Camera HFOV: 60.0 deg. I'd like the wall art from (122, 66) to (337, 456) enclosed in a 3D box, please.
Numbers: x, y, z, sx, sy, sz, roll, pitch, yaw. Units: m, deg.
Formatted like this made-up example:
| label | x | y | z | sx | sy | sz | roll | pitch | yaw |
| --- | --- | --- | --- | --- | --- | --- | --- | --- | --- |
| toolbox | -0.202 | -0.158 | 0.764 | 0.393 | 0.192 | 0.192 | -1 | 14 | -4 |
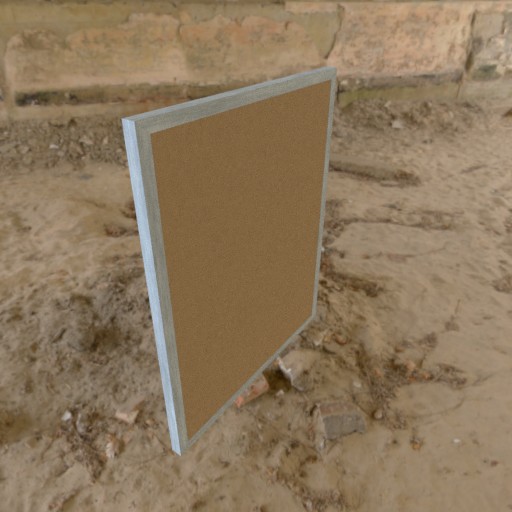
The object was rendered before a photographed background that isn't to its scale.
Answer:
| label | x | y | z | sx | sy | sz | roll | pitch | yaw |
| --- | --- | --- | --- | --- | --- | --- | --- | --- | --- |
| wall art | 0.000 | 0.000 | 0.802 | 0.022 | 0.582 | 0.479 | 20 | 37 | 30 |
